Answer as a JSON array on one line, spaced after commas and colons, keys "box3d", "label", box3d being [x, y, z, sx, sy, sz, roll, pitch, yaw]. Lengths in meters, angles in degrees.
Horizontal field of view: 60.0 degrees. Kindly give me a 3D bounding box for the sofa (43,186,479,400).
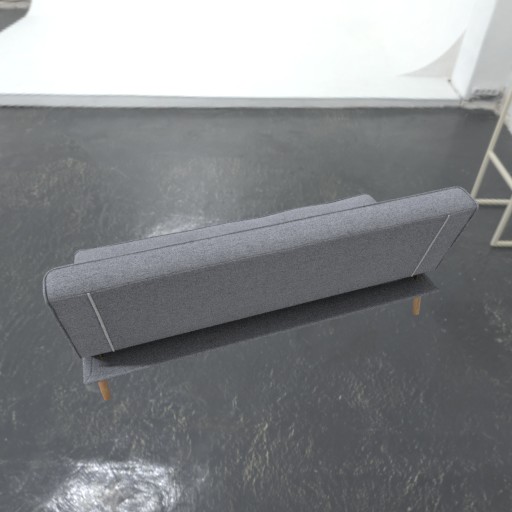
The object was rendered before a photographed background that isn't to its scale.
[{"box3d": [0.000, 0.000, 2.278, 1.820, 0.830, 0.810, -12, 43, -14], "label": "sofa"}]
